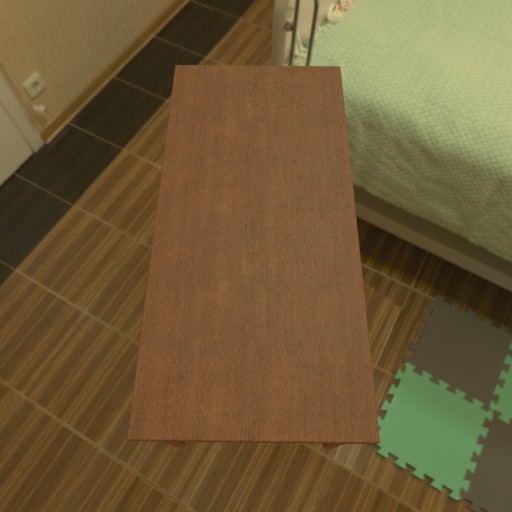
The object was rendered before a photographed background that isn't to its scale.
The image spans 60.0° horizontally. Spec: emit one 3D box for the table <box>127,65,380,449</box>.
[{"bbox_3d":[0.000,0.000,1.272,0.483,0.457,1.016,1,64,0],"label":"table"}]
